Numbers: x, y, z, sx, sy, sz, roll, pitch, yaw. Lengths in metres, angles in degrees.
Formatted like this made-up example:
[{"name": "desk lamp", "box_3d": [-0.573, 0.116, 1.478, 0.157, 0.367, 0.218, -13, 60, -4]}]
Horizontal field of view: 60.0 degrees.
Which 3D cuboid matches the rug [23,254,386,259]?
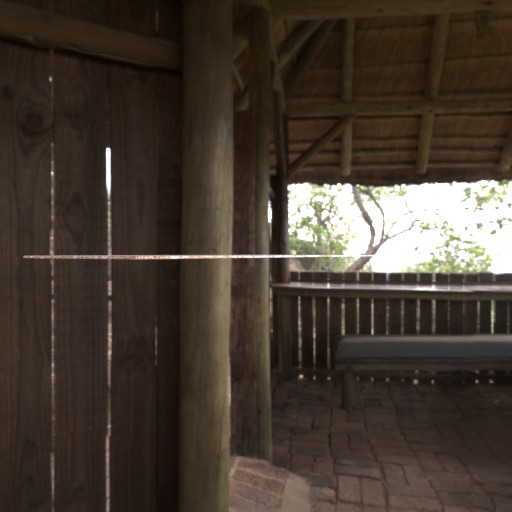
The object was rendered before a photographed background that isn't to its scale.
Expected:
[{"name": "rug", "box_3d": [0.000, 0.000, 2.696, 0.750, 0.011, 2.435, 0, 0, 36]}]
